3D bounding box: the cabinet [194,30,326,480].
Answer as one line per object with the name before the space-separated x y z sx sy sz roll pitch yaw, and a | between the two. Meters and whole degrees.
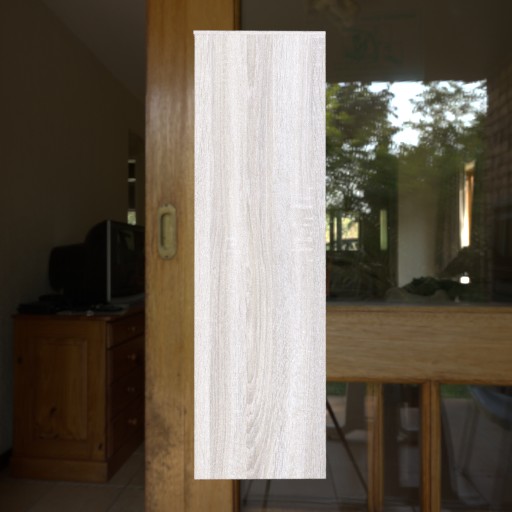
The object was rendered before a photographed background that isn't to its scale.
cabinet | 0.000 0.000 2.969 0.620 2.060 1.870 0 0 -1
